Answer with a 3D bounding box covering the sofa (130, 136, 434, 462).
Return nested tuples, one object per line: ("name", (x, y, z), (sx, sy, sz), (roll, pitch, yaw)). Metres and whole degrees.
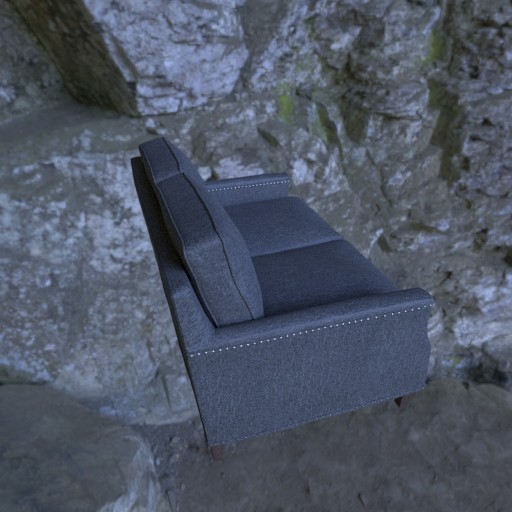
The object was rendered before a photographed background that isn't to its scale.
("sofa", (0.000, 0.000, 2.299), (1.084, 1.003, 1.597), (-9, 31, -16))
